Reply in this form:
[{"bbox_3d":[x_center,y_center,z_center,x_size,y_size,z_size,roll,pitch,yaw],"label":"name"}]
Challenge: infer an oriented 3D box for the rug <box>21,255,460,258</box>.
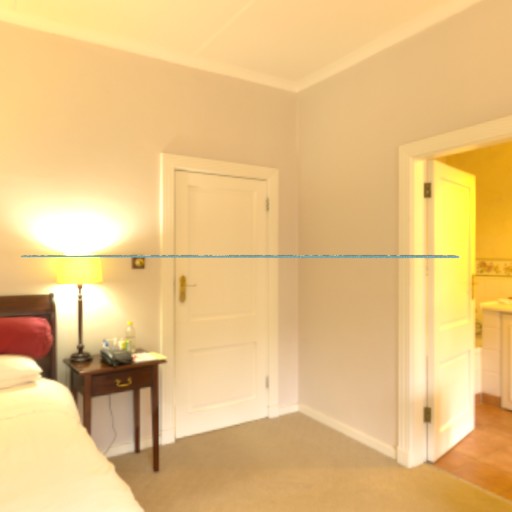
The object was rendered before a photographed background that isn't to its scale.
[{"bbox_3d":[0.000,0.000,2.811,2.205,0.012,1.554,0,0,19],"label":"rug"}]
